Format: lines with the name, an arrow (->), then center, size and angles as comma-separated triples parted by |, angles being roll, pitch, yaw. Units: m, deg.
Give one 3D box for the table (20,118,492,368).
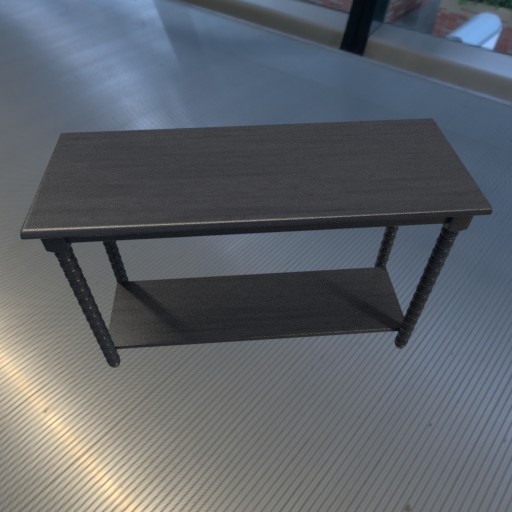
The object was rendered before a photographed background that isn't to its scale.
table -> 0.000, 0.000, 1.516 | 1.184, 0.735, 0.459 | -3, 47, -3
